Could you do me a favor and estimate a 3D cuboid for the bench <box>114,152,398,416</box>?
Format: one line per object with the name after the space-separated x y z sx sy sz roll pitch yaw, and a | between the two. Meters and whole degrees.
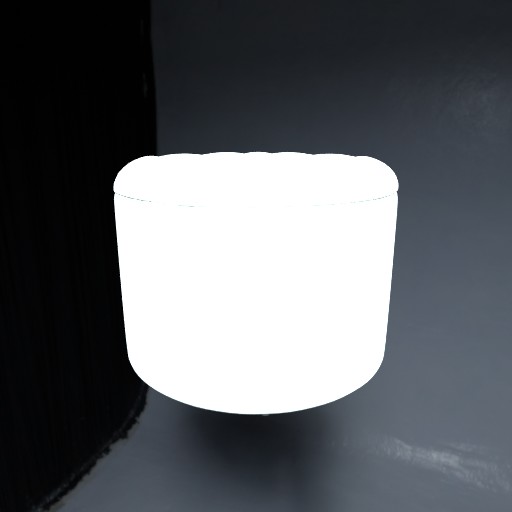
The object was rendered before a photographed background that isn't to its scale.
0.000 0.000 1.020 0.600 0.453 0.600 0 15 0 | bench
